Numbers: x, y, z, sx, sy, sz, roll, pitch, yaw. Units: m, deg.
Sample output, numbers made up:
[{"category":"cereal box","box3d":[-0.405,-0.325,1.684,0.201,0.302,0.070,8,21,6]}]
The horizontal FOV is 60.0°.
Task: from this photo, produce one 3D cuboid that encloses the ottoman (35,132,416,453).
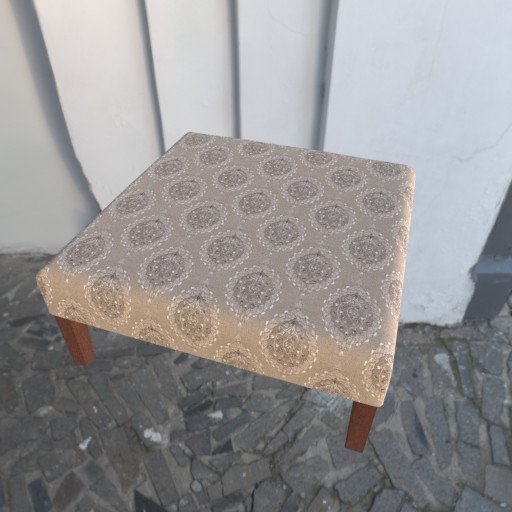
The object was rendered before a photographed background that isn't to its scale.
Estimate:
[{"category":"ottoman","box3d":[0.000,0.000,1.425,0.889,0.411,0.890,12,41,14]}]
